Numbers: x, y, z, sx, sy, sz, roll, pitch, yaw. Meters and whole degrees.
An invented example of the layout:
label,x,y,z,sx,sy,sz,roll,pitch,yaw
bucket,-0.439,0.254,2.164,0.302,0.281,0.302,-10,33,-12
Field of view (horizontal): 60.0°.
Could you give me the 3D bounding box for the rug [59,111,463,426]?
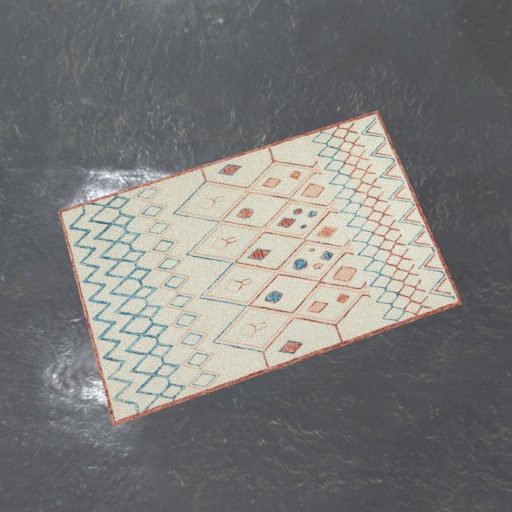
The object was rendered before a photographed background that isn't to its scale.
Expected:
label,x,y,z,sx,sy,sz,roll,pitch,yaw
rug,0.000,0.000,3.070,2.438,0.015,1.524,-18,78,-4
